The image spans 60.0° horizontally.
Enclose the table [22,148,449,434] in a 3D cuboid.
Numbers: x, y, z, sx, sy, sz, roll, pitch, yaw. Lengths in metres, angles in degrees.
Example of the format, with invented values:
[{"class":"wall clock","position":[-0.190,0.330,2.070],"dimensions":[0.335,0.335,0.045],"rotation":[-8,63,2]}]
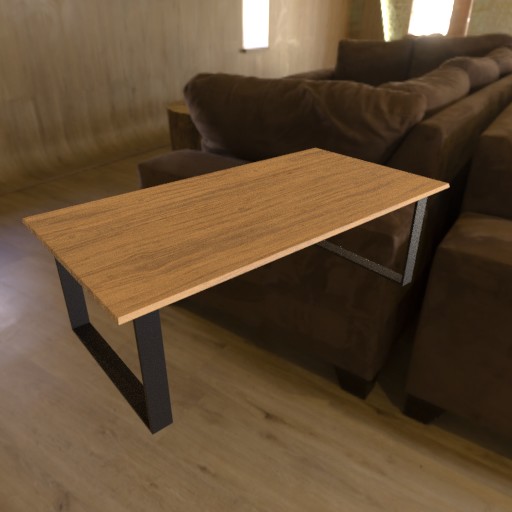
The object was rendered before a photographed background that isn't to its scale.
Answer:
[{"class":"table","position":[0.000,0.000,1.631],"dimensions":[1.331,0.445,0.693],"rotation":[-22,35,-35]}]
